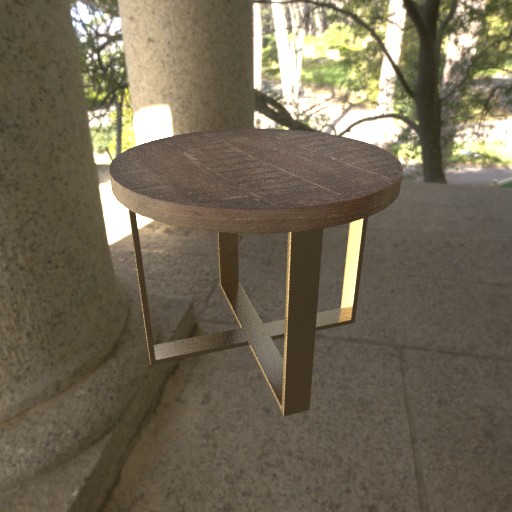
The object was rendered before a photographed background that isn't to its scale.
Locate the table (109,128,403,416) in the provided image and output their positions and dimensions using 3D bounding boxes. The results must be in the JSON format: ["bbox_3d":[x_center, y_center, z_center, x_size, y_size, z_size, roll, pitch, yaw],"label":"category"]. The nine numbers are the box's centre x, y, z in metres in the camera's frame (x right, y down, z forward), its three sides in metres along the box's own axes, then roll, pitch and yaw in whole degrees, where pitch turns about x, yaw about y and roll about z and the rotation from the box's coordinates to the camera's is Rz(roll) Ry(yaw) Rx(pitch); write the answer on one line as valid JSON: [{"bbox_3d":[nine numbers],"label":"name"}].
[{"bbox_3d":[0.000,0.000,0.974,0.557,0.437,0.557,0,27,0],"label":"table"}]
